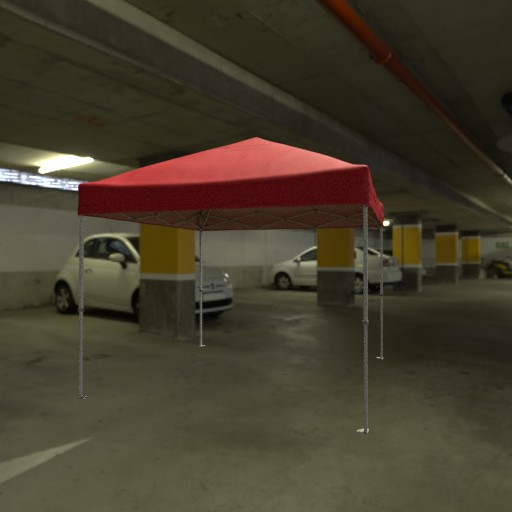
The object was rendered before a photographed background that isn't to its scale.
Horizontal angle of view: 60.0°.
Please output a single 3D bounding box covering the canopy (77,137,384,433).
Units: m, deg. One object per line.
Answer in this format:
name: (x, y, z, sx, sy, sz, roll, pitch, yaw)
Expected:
canopy: (0.000, 0.000, 5.599, 2.998, 2.997, 2.996, 0, 0, 18)
